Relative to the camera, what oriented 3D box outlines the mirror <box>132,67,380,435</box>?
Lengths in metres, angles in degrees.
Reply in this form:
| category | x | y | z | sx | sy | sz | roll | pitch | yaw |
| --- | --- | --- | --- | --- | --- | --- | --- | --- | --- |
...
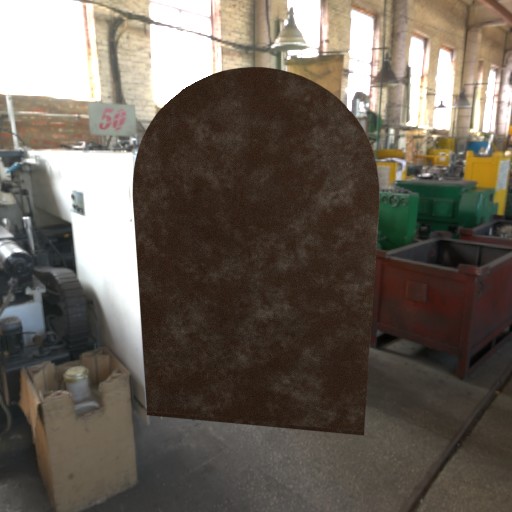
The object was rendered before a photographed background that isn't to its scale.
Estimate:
| category | x | y | z | sx | sy | sz | roll | pitch | yaw |
| --- | --- | --- | --- | --- | --- | --- | --- | --- | --- |
| mirror | 0.000 | 0.000 | 0.996 | 0.510 | 0.770 | 0.137 | 2 | 14 | 8 |
